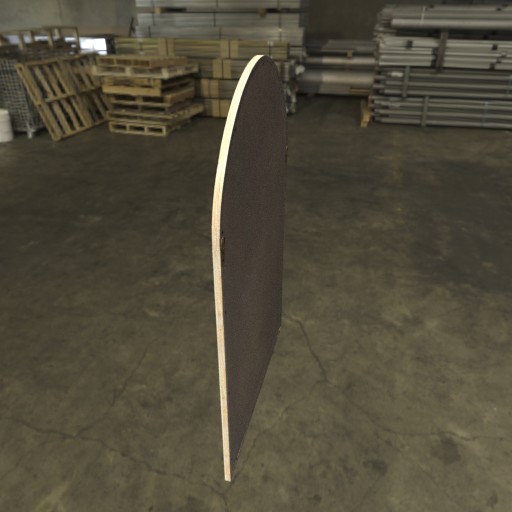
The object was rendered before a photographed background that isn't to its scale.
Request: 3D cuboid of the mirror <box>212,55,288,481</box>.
[{"bbox_3d":[0.000,0.000,1.106,0.032,0.915,0.609,7,30,12],"label":"mirror"}]
